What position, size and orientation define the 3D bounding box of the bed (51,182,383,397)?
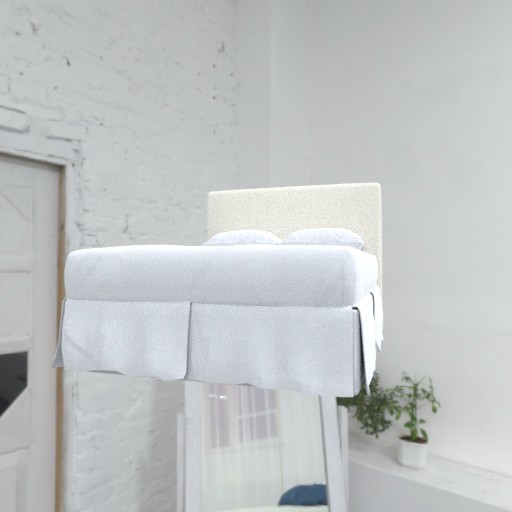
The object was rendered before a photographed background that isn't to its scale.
[{"bbox_3d":[0.000,0.000,3.170,1.713,1.330,2.142,0,-1,18],"label":"bed"}]
